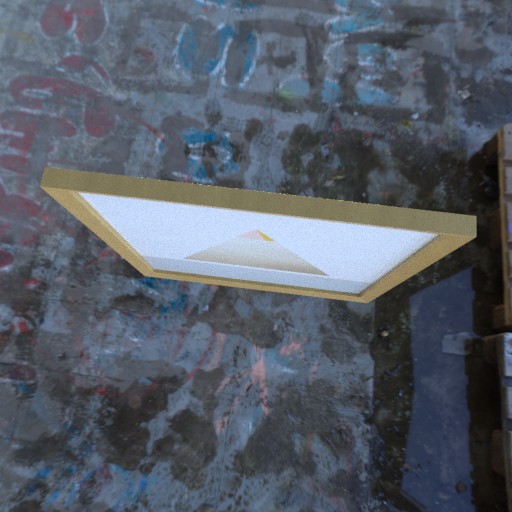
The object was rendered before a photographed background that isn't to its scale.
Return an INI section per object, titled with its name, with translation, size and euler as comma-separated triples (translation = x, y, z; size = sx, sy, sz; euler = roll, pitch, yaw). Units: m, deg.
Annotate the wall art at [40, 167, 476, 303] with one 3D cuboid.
[wall art]
translation = 0.000, 0.000, 2.899
size = 1.935, 1.936, 0.097
euler = 7, 76, 2
